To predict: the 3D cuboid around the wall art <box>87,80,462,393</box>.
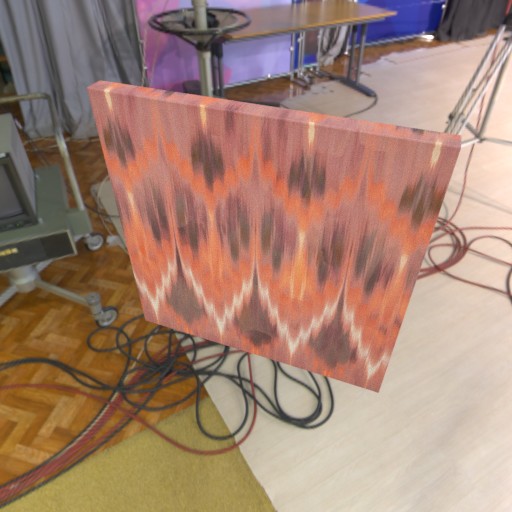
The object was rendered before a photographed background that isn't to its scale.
[{"bbox_3d":[0.000,0.000,0.889,0.603,0.609,0.037,14,43,15],"label":"wall art"}]
